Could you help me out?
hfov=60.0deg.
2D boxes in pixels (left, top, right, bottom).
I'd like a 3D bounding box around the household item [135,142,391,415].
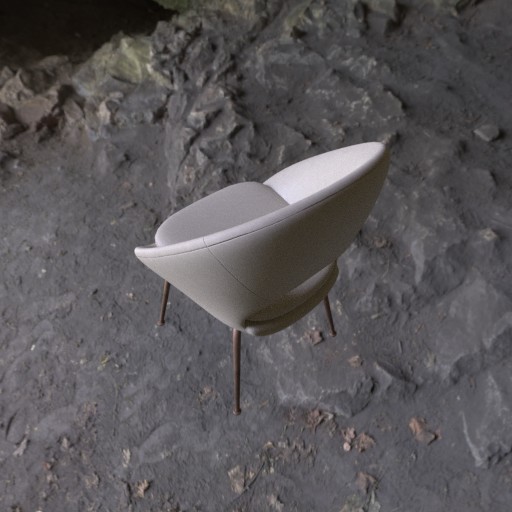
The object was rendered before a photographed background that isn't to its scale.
[{"bbox_3d":[0.000,0.000,1.298,0.623,0.852,0.573,-32,55,-26],"label":"household item"}]
